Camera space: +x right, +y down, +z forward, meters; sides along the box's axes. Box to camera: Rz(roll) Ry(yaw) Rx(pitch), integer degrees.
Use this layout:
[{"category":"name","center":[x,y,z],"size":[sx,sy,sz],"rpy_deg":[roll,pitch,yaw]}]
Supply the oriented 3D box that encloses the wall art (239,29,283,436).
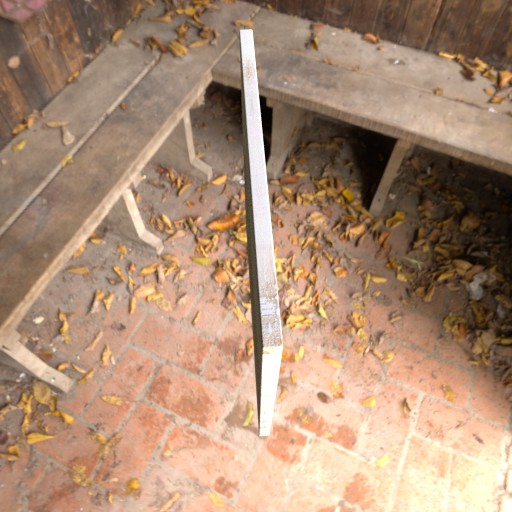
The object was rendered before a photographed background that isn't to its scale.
[{"category":"wall art","center":[0.000,0.000,1.537],"size":[0.040,1.018,1.015],"rpy_deg":[-3,59,-2]}]
